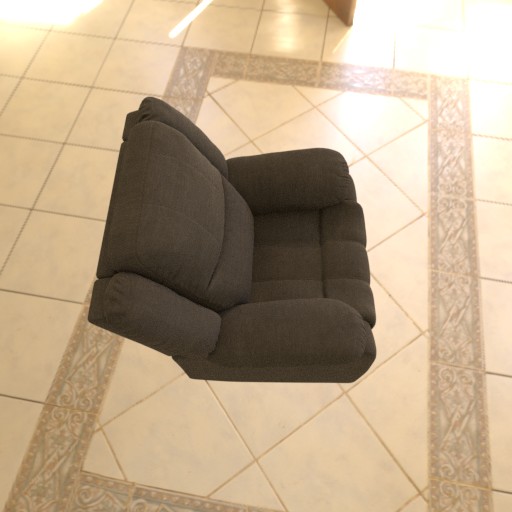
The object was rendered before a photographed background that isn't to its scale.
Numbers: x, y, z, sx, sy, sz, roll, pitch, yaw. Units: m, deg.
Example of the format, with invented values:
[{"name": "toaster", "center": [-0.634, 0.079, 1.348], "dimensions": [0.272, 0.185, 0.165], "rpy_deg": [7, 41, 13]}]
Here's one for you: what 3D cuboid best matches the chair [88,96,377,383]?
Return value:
[{"name": "chair", "center": [0.000, 0.000, 1.739], "dimensions": [0.944, 1.008, 0.899], "rpy_deg": [1, 63, 0]}]
